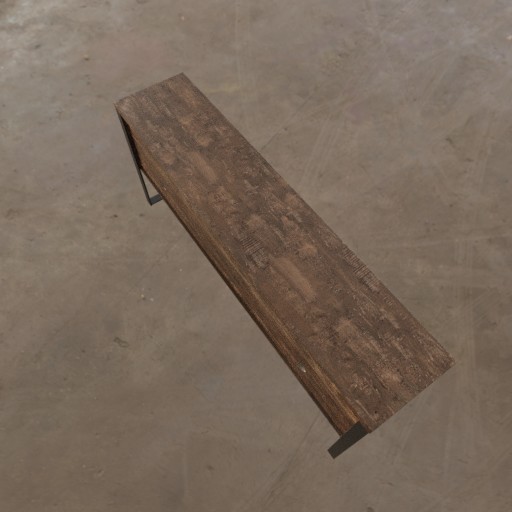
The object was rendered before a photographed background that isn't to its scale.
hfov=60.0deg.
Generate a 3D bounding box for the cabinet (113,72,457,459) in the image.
[{"bbox_3d":[0.000,0.000,2.116,0.395,0.762,1.800,-31,64,-17],"label":"cabinet"}]
